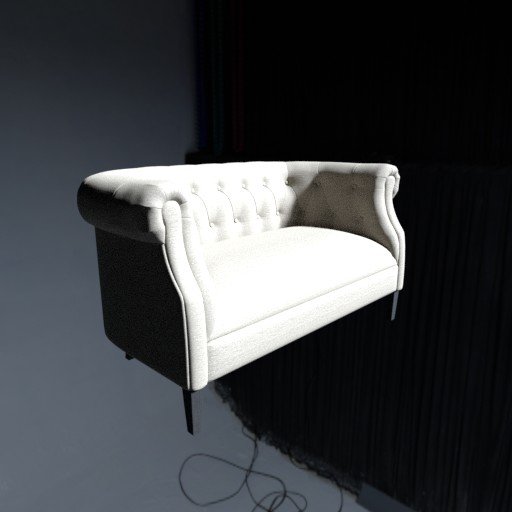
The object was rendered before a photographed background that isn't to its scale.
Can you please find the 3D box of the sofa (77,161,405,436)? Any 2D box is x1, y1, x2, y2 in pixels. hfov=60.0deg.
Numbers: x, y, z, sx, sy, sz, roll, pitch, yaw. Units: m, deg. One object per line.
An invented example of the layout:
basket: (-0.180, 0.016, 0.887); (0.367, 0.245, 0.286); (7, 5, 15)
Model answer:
sofa: (0.000, 0.000, 2.084); (0.835, 0.827, 1.558); (14, 20, 42)
